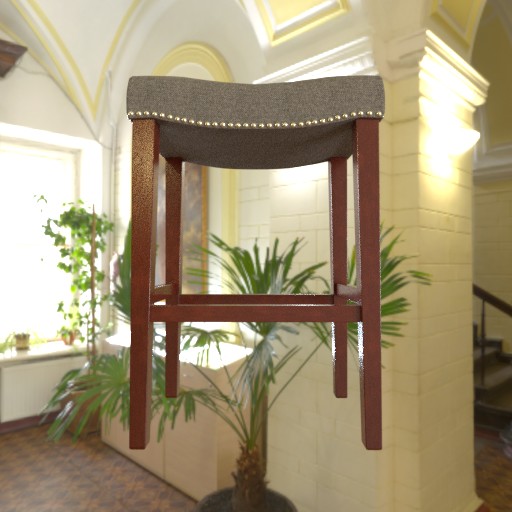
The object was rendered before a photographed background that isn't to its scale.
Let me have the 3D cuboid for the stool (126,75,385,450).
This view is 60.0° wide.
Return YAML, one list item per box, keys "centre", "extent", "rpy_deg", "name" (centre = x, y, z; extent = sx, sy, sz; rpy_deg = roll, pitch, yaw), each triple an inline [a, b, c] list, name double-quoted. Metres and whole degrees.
- centre: [0.000, 0.000, 1.026]
  extent: [0.504, 0.742, 0.372]
  rpy_deg: [0, -1, 0]
  name: "stool"
